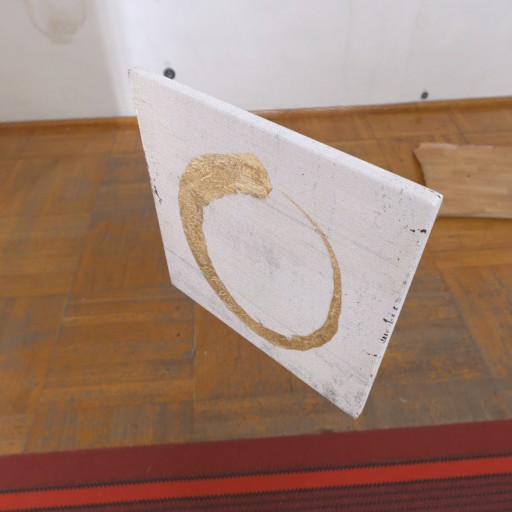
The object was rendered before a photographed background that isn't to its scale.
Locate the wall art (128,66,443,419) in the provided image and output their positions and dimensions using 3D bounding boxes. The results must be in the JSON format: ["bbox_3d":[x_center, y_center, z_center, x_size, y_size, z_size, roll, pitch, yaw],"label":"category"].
[{"bbox_3d":[0.000,0.000,1.137,0.762,0.762,0.038,32,53,27],"label":"wall art"}]
